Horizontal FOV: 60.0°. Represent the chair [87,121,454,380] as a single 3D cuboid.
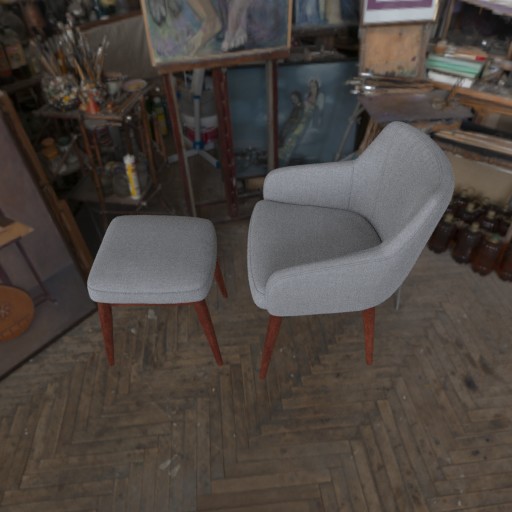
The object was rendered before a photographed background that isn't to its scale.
[{"bbox_3d":[0.000,0.000,1.538,1.107,0.799,0.584,0,42,0],"label":"chair"}]
